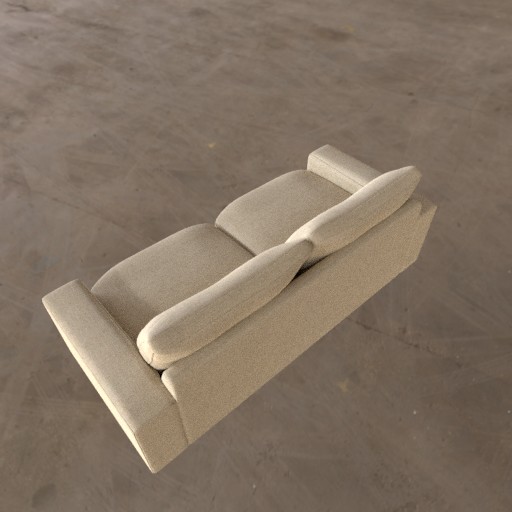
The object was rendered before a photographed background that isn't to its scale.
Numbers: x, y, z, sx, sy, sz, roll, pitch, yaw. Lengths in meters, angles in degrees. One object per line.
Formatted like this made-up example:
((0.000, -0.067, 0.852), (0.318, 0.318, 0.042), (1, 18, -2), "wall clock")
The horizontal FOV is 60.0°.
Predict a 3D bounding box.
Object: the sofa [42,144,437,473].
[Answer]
((0.000, 0.000, 2.751), (2.299, 0.922, 1.040), (-32, 55, -27), "sofa")
